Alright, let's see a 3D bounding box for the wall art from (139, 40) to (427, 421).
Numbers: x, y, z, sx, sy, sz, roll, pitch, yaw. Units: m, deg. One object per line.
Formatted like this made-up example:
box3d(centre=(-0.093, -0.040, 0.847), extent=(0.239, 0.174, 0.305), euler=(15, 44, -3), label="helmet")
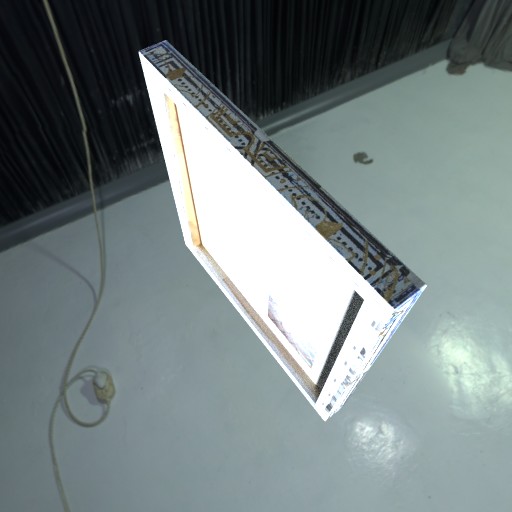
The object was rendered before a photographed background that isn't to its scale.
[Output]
box3d(centre=(0.000, 0.000, 0.609), extent=(0.038, 0.410, 0.411), euler=(-32, 63, -18), label="wall art")
